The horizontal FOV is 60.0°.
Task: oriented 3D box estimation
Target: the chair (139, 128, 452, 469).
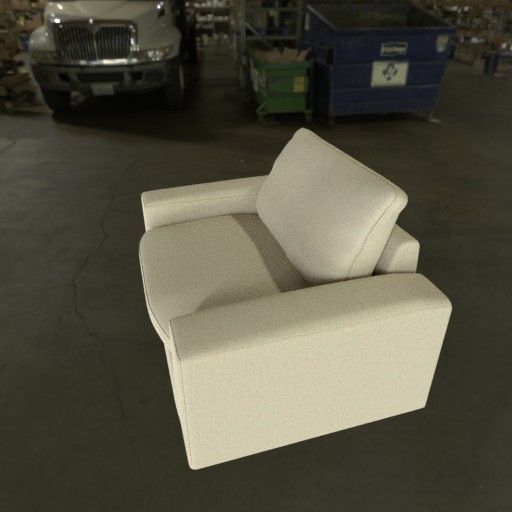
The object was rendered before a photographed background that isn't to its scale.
[{"bbox_3d":[0.000,0.000,2.060,1.039,0.915,1.398,-9,31,-15],"label":"chair"}]
